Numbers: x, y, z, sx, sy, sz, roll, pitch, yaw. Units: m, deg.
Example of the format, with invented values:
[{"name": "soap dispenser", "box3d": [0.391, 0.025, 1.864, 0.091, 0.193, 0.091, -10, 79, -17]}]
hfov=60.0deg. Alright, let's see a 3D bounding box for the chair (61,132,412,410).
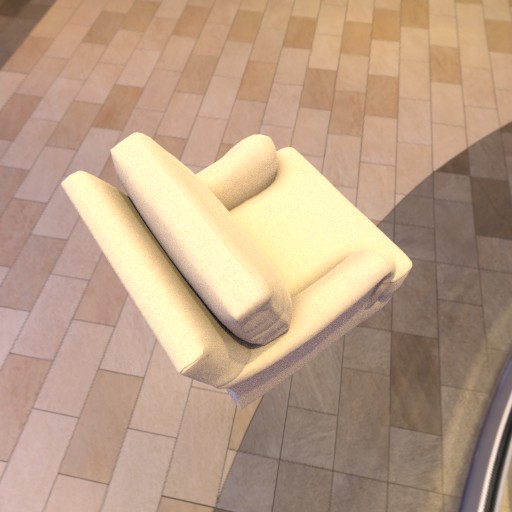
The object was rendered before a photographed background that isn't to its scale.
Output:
[{"name": "chair", "box3d": [0.000, 0.000, 1.886, 1.078, 1.076, 0.895, -31, 63, -18]}]
